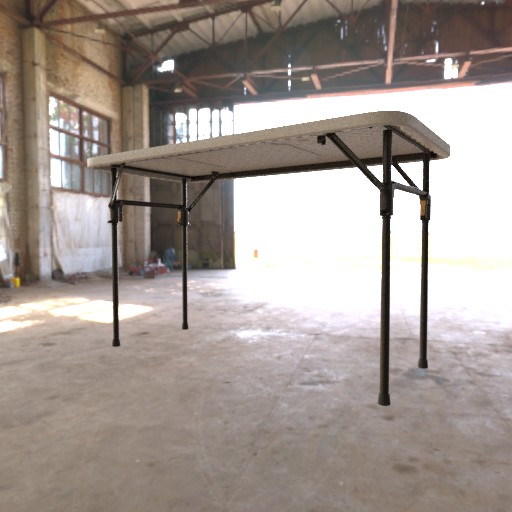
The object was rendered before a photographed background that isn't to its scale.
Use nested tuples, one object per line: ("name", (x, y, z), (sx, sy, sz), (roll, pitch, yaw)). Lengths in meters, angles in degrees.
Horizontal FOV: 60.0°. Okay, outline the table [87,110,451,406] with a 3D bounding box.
("table", (0.000, 0.000, 1.604), (1.219, 0.729, 0.610), (2, 3, 35))
